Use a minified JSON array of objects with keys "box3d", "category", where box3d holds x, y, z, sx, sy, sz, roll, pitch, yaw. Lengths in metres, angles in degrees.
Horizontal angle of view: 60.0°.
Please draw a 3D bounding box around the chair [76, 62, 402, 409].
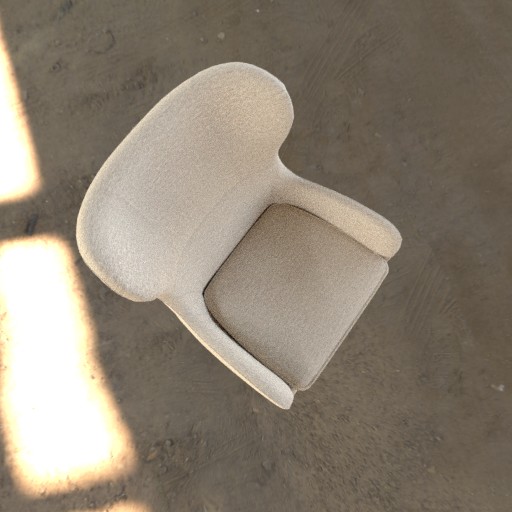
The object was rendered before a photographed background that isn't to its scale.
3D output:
[{"box3d":[0.000,0.000,1.814,0.984,1.064,0.861,36,79,8],"category":"chair"}]
